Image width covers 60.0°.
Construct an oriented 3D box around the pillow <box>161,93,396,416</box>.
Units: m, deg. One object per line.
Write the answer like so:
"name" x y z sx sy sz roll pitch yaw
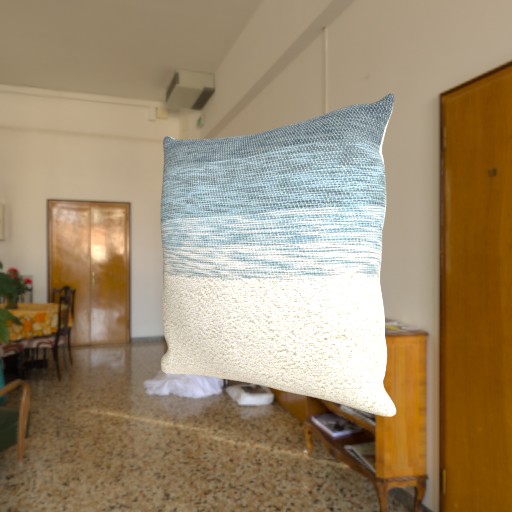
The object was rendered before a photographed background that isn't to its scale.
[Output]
"pillow" 0.000 0.000 0.704 0.440 0.441 0.182 0 0 35
